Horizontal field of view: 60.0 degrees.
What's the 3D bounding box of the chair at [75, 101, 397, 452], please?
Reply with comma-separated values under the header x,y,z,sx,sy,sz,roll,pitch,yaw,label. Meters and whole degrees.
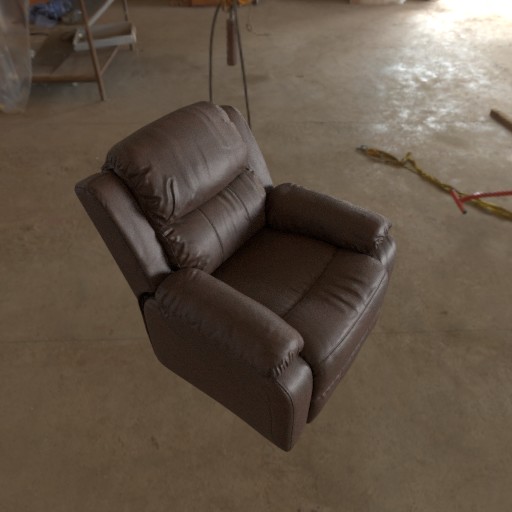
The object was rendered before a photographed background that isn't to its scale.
x,y,z,sx,sy,sz,roll,pitch,yaw,label
0.000,0.000,1.297,0.707,0.702,0.680,25,47,25,chair
